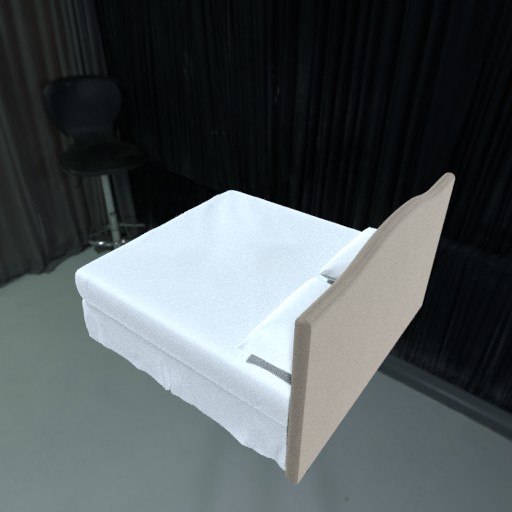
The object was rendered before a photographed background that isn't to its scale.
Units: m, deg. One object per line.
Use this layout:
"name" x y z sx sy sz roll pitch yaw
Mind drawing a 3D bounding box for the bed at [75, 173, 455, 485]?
"bed" 0.000 0.000 3.486 2.182 1.421 2.083 22 39 30
